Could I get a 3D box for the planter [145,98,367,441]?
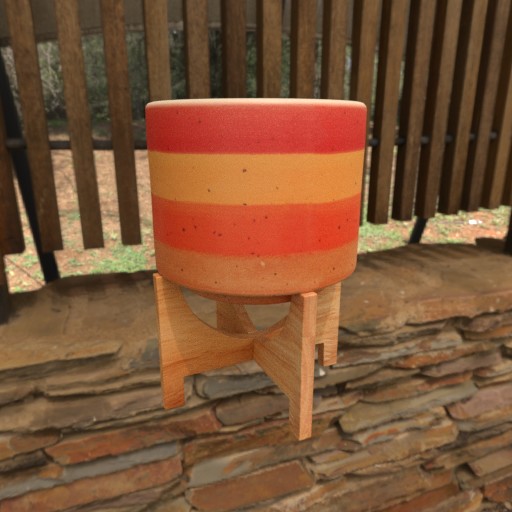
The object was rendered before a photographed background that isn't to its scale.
[{"bbox_3d":[0.000,0.000,0.583,0.269,0.379,0.269,0,17,0],"label":"planter"}]
